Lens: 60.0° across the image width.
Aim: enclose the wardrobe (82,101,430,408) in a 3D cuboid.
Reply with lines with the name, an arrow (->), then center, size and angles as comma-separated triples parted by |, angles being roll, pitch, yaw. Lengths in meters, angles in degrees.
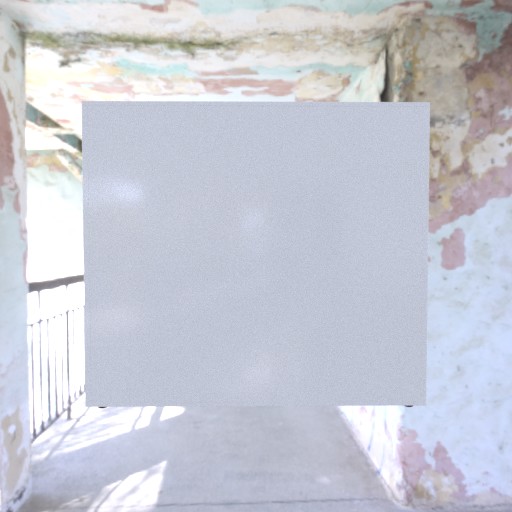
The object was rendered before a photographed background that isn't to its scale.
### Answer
wardrobe -> 0.000, 0.000, 1.904 | 1.340, 1.200, 0.360 | 0, 2, -1
